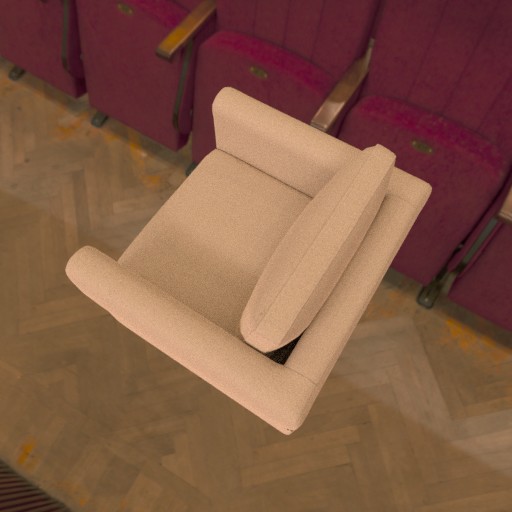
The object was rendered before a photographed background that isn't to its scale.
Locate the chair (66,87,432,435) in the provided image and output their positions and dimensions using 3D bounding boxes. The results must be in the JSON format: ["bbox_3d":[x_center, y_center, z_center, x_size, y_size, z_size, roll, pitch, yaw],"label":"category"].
[{"bbox_3d":[0.000,0.000,1.714,0.896,0.915,0.982,30,69,13],"label":"chair"}]
